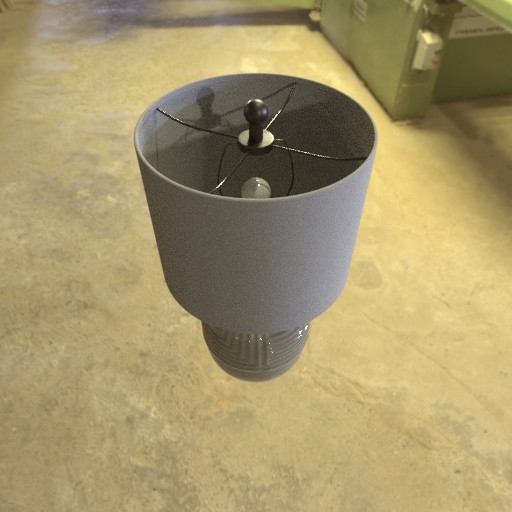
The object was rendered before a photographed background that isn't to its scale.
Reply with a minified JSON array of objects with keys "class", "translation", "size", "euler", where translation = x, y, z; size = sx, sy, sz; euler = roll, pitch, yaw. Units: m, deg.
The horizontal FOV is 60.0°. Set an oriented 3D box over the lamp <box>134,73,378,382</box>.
[{"class":"lamp","translation":[0.000,0.000,0.764],"size":[0.318,0.567,0.318],"euler":[0,46,0]}]
